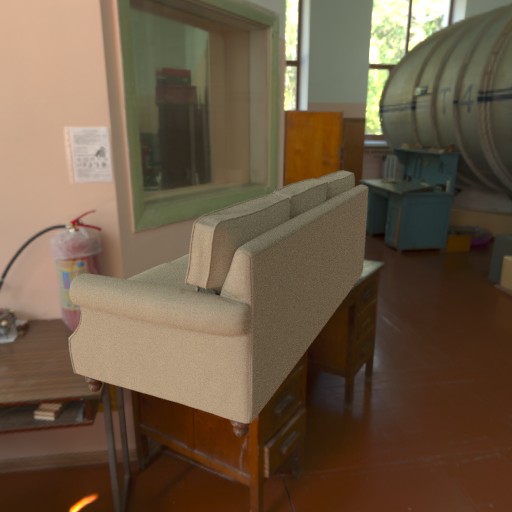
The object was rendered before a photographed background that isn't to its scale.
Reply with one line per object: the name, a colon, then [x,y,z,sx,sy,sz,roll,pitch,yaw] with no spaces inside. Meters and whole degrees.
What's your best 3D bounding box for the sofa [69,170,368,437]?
sofa: [0.000,0.000,2.800,0.966,0.948,2.354,7,17,24]
